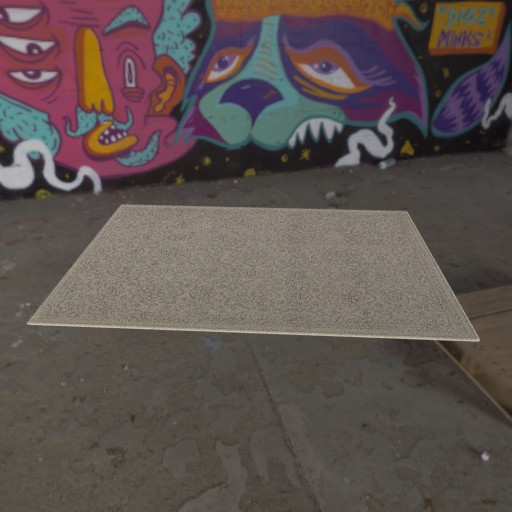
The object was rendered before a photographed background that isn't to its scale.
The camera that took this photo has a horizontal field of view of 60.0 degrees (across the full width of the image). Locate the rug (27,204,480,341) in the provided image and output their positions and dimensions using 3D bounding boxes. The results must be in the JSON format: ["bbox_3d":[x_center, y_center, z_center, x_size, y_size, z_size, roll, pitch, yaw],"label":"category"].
[{"bbox_3d":[0.000,0.000,2.304,1.829,0.010,1.219,2,30,3],"label":"rug"}]
